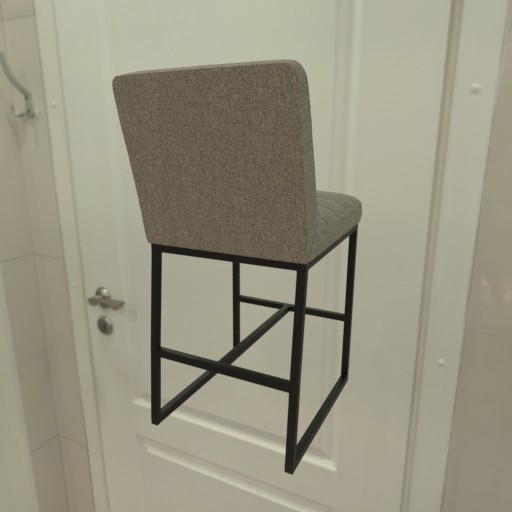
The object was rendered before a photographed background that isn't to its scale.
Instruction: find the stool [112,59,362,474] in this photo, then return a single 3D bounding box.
[{"bbox_3d":[0.000,0.000,1.251,0.460,0.940,0.560,8,17,26],"label":"stool"}]
